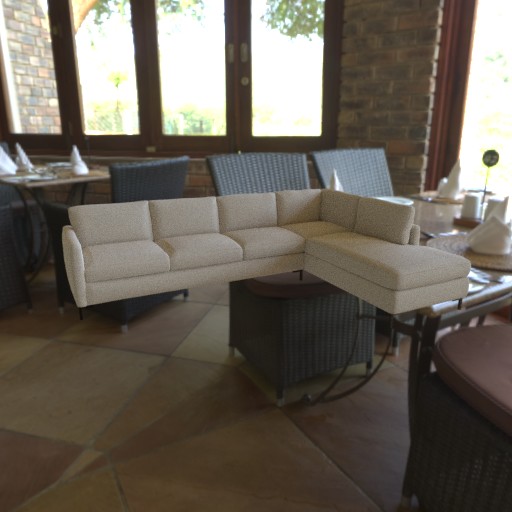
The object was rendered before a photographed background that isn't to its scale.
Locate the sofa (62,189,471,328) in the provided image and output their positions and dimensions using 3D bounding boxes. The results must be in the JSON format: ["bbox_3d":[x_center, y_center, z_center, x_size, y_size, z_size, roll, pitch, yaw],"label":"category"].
[{"bbox_3d":[0.000,0.000,3.798,2.949,0.815,2.007,-8,18,-25],"label":"sofa"}]
